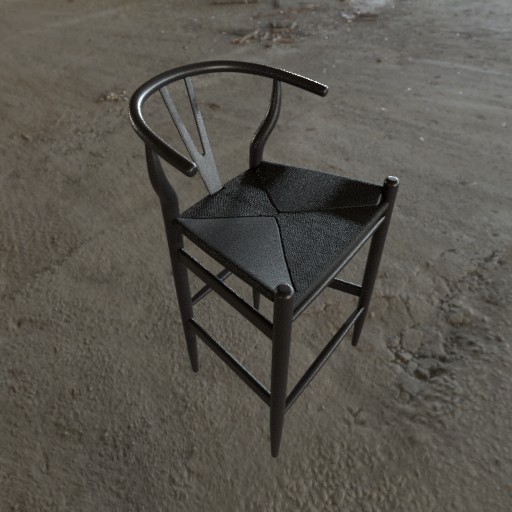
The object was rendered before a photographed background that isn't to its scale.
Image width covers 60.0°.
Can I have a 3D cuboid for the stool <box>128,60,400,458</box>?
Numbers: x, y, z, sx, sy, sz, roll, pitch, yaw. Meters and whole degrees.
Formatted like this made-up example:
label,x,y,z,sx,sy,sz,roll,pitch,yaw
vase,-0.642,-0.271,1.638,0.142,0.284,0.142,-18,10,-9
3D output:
label,x,y,z,sx,sy,sz,roll,pitch,yaw
stool,0.000,0.000,1.325,0.579,0.970,0.569,26,47,27
